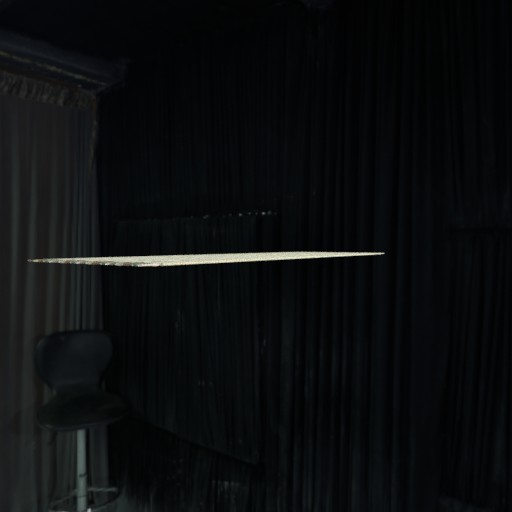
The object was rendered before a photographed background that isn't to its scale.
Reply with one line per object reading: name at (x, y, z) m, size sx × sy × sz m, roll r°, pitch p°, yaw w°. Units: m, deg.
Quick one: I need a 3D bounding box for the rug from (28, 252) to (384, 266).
rug at (0.000, 0.000, 2.741) m, size 0.769 × 0.013 × 2.440 m, roll 1°, pitch 2°, yaw 35°
